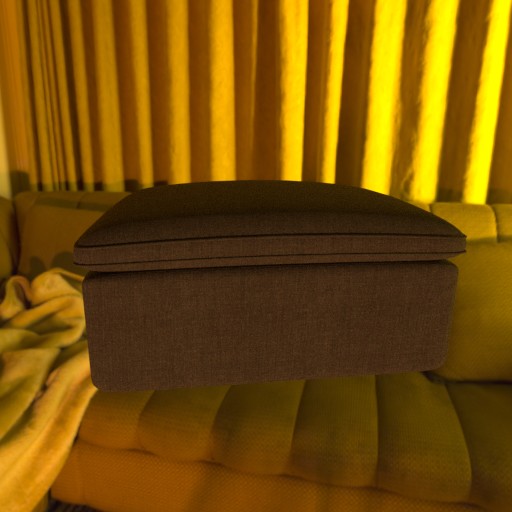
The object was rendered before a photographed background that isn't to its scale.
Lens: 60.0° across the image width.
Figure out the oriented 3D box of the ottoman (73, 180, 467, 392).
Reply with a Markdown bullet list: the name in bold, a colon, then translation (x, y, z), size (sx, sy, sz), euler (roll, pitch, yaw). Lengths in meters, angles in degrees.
- **ottoman**: translation (0.000, 0.000, 1.675), size (1.067, 0.559, 1.067), euler (-2, 14, -7)
